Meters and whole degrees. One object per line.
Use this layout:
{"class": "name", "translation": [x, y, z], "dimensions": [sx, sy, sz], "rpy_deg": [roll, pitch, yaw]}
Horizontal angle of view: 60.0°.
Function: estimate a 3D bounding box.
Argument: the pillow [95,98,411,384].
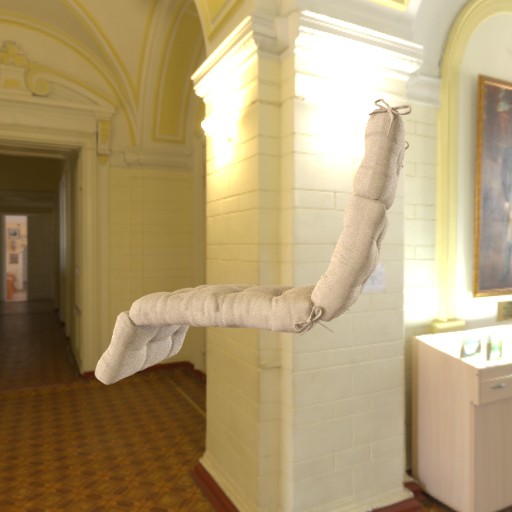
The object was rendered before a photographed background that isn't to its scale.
{"class": "pillow", "translation": [0.000, 0.000, 1.550], "dimensions": [1.016, 0.863, 0.526], "rpy_deg": [0, 1, 19]}
